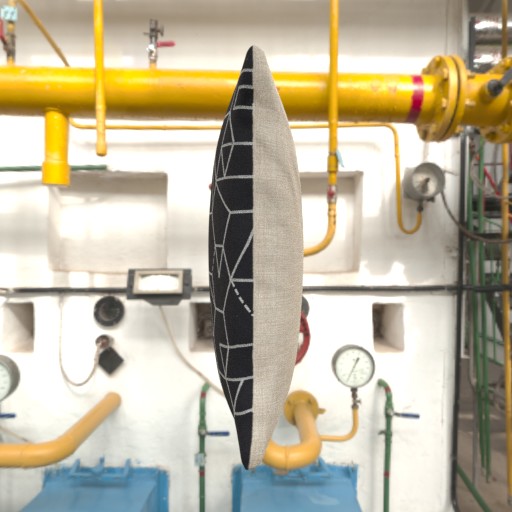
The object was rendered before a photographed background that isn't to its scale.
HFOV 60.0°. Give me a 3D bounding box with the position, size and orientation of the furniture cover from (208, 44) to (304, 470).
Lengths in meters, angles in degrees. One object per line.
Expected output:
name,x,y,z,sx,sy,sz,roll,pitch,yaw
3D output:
furniture cover,0.000,0.000,0.779,0.158,0.508,0.517,0,0,0
